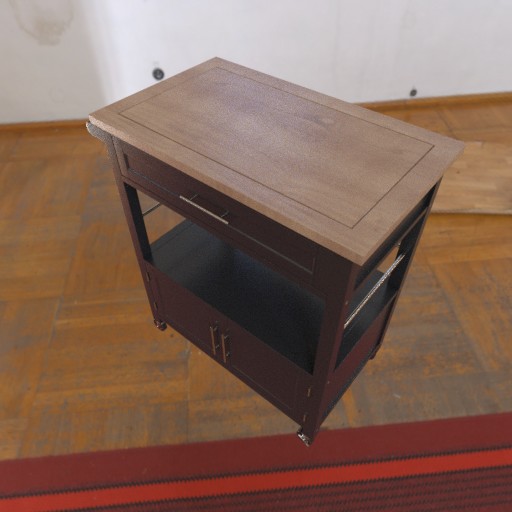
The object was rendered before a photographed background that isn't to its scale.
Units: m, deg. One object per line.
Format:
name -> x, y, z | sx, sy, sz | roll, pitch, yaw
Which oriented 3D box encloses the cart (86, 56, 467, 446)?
cart -> 0.000, 0.000, 1.372 | 0.840, 0.901, 0.459 | 30, 53, 26
